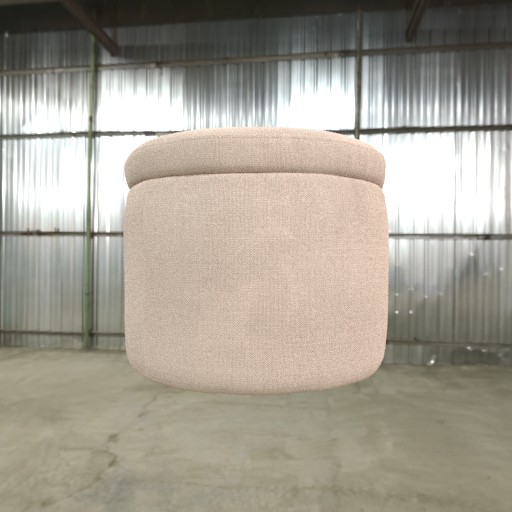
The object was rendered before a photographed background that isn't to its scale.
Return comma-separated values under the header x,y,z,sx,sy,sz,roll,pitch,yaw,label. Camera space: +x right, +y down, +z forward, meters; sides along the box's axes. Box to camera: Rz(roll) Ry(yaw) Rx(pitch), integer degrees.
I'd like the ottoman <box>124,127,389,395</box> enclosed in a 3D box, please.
x,y,z,sx,sy,sz,roll,pitch,yaw,label
0.000,0.000,0.868,0.497,0.409,0.497,0,0,0,ottoman
